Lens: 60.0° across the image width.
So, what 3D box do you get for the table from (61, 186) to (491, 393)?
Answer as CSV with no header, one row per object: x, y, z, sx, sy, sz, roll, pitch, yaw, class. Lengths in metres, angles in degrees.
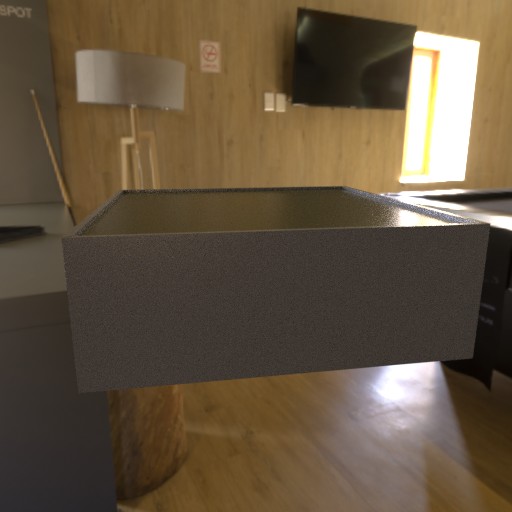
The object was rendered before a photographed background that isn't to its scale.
0.000,0.000,1.228,0.801,0.299,0.801,-2,15,-10,table
